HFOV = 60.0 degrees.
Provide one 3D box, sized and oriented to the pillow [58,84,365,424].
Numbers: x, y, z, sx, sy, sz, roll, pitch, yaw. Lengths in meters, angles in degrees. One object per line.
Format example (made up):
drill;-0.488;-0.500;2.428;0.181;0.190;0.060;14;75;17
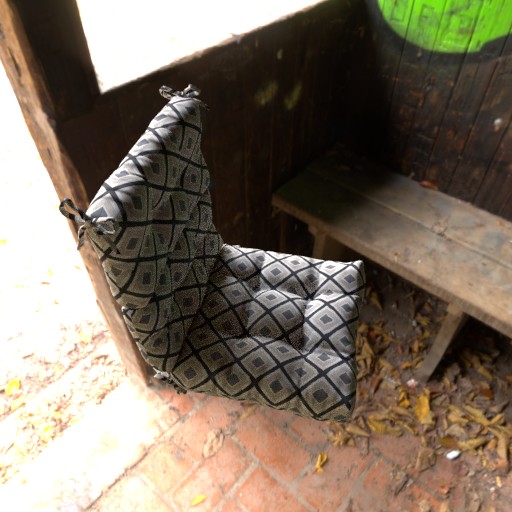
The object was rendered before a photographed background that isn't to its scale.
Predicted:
pillow;0.000;0.000;1.048;0.571;0.605;0.519;9;47;9
